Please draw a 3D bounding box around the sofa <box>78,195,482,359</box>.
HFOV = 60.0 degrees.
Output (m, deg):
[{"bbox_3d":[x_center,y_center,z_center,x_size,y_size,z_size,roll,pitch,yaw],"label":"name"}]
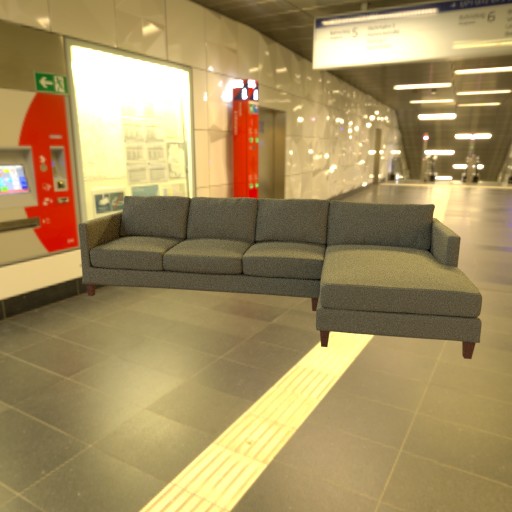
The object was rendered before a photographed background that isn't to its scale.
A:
[{"bbox_3d":[0.000,0.000,3.773,3.186,0.861,1.625,3,14,11],"label":"sofa"}]
